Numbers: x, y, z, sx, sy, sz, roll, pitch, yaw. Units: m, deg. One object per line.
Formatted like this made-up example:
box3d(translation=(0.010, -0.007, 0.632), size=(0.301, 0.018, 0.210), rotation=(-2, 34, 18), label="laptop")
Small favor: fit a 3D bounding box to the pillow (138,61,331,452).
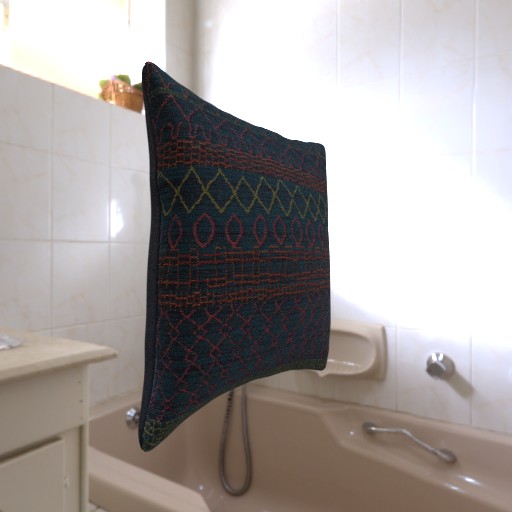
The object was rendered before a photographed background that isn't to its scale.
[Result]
box3d(translation=(0.000, 0.000, 0.660), size=(0.141, 0.431, 0.431), rotation=(0, 0, 36), label="pillow")
